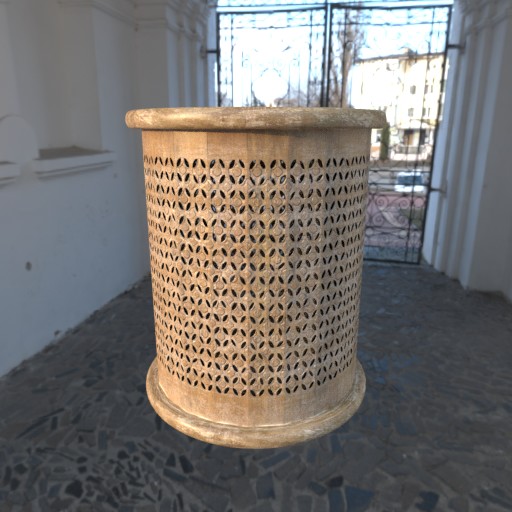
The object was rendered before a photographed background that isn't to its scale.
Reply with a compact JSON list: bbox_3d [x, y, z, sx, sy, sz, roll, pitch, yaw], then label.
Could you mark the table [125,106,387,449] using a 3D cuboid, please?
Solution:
[{"bbox_3d":[0.000,0.000,0.781,0.407,0.482,0.407,0,16,0],"label":"table"}]
